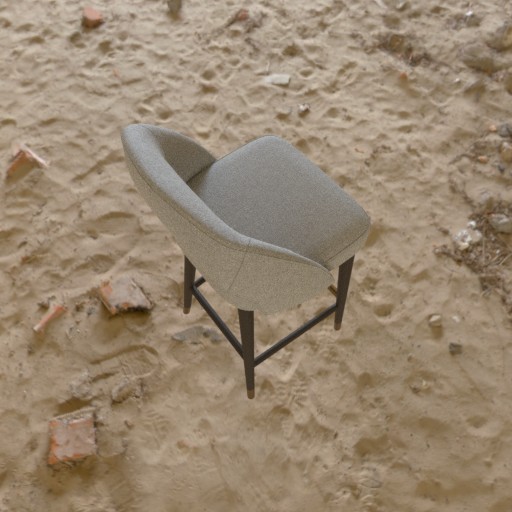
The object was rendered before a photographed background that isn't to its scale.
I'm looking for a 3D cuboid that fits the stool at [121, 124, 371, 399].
[{"bbox_3d":[0.000,0.000,1.324,0.509,1.037,0.494,-34,65,-19],"label":"stool"}]
